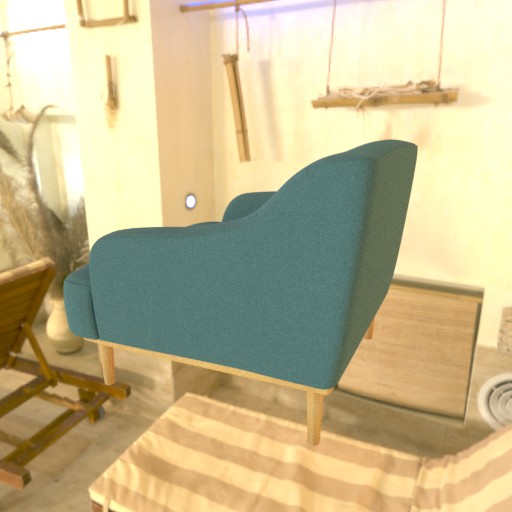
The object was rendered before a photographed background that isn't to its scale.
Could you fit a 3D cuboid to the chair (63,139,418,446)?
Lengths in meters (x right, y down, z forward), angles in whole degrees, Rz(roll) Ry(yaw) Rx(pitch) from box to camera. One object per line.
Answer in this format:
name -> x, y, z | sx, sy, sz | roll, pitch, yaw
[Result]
chair -> 0.000, 0.000, 1.593 | 0.951, 0.818, 0.946 | 8, 18, 25
